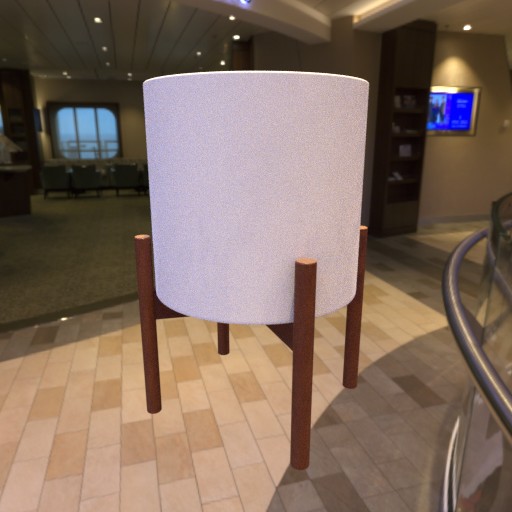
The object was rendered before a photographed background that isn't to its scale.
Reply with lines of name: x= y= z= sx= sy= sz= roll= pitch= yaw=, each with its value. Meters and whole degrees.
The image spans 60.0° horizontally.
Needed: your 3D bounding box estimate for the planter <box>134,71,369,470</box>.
planter: x=0.000 y=0.000 z=0.931 sx=0.417 sy=0.670 sz=0.417 roll=8 pitch=17 yaw=27
